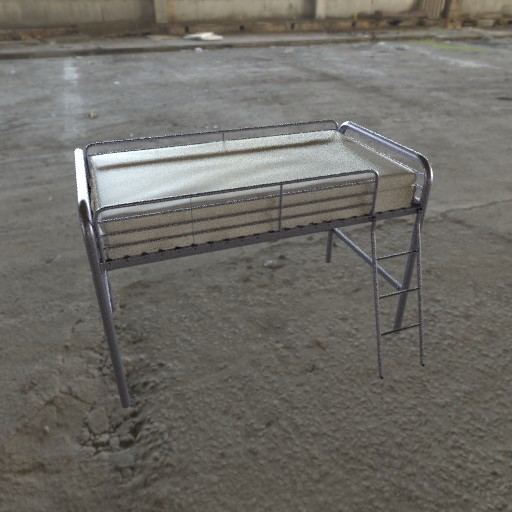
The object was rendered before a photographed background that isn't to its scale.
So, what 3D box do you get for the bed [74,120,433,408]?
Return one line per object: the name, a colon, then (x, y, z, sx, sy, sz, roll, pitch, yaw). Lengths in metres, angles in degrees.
bed: (0.000, 0.000, 2.884, 1.965, 1.288, 1.415, -11, 33, -17)
